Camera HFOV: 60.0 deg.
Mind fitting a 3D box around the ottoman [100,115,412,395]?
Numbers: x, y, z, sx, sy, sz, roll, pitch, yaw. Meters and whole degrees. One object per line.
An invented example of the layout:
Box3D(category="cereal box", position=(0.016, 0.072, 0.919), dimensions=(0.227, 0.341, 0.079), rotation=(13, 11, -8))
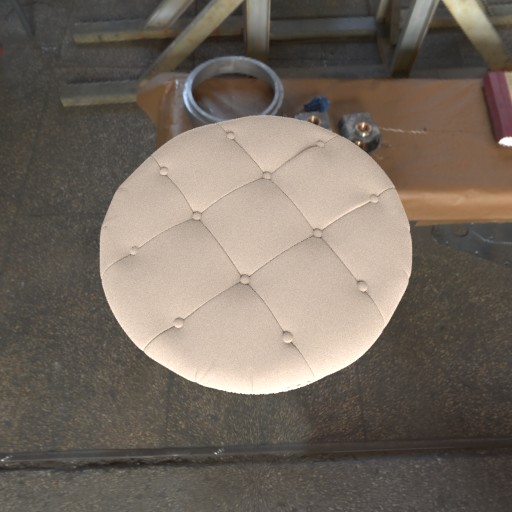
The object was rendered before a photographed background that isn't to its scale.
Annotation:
Box3D(category="ottoman", position=(0.000, 0.000, 1.415), dimensions=(0.901, 0.439, 0.901), rotation=(0, 63, 0))
